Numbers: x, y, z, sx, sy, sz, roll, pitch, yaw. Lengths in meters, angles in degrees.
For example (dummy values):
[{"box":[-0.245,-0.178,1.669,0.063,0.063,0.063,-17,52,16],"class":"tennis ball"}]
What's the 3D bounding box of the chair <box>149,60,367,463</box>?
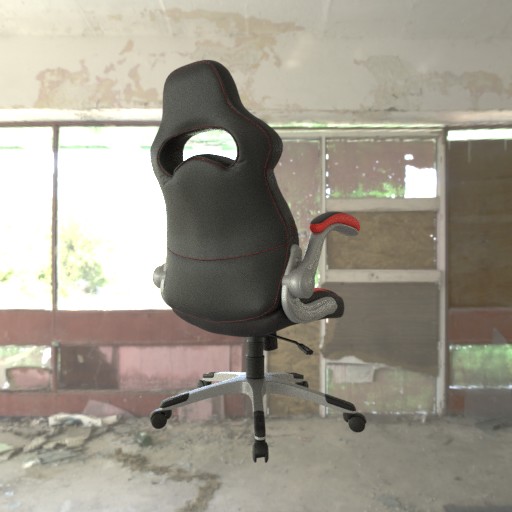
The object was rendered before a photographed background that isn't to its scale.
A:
[{"box":[0.000,0.000,1.601,0.758,1.165,0.712,0,0,36],"class":"chair"}]
